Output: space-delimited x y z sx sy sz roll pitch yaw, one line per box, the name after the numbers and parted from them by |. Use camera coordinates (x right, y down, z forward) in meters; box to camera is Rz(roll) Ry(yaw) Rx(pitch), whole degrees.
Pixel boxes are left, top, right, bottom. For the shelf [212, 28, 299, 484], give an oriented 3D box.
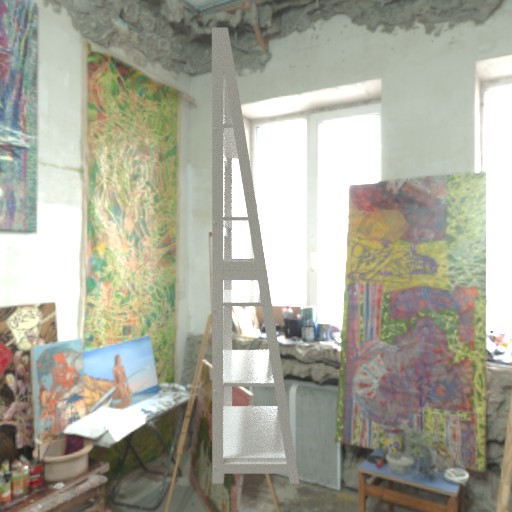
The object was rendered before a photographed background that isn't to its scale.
0.000 0.000 2.045 0.341 1.779 0.636 0 1 0 | shelf
